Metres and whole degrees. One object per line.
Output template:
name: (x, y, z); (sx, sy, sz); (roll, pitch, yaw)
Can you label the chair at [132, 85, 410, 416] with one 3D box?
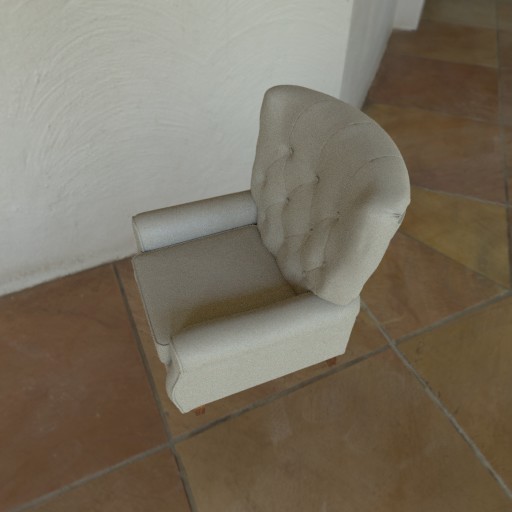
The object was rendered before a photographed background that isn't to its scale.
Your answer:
chair: (0.000, 0.000, 1.968); (1.059, 1.158, 0.943); (-16, 48, -15)
